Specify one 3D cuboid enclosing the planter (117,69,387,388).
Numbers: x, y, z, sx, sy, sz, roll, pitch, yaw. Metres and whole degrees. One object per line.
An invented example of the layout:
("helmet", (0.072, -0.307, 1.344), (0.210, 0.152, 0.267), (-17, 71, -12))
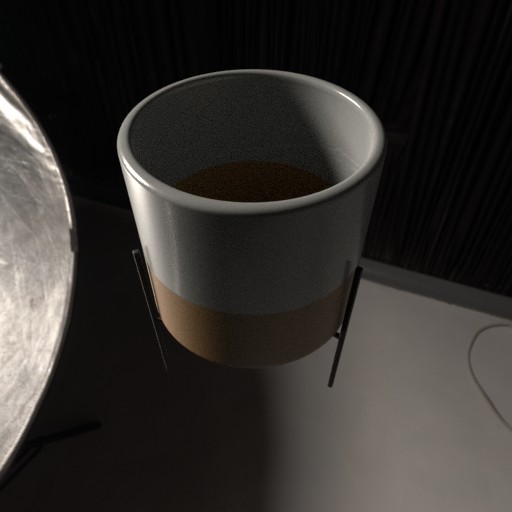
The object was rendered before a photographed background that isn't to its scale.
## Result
("planter", (0.000, 0.000, 0.656), (0.310, 0.432, 0.310), (16, 48, 14))
